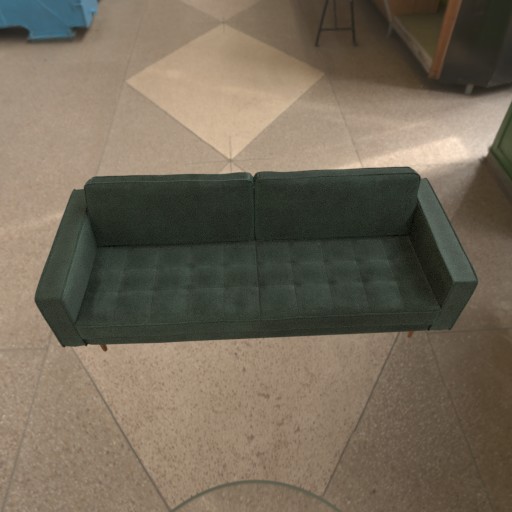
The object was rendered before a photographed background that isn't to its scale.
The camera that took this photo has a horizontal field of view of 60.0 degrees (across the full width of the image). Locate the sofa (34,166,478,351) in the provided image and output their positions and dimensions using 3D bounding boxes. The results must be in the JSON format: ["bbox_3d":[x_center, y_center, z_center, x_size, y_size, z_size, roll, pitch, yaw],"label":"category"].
[{"bbox_3d":[0.000,0.000,2.579,2.214,0.781,0.886,-2,47,-2],"label":"sofa"}]
